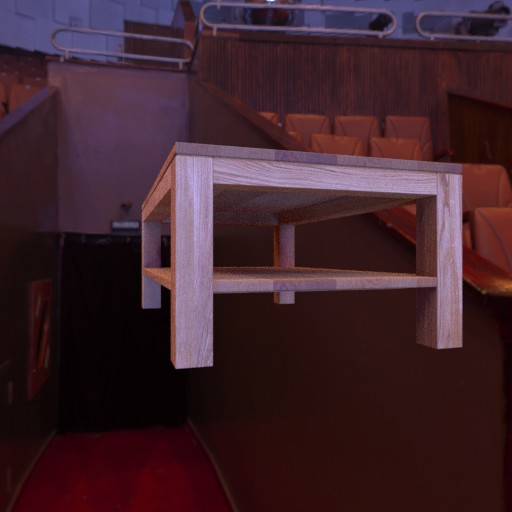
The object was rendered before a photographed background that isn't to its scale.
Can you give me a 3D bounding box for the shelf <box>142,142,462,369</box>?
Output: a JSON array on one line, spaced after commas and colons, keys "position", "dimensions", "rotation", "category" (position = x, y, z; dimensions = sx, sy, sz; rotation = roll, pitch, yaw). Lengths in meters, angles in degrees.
[{"position": [0.000, 0.000, 1.532], "dimensions": [0.700, 0.450, 1.150], "rotation": [0, 0, -18], "category": "shelf"}]
